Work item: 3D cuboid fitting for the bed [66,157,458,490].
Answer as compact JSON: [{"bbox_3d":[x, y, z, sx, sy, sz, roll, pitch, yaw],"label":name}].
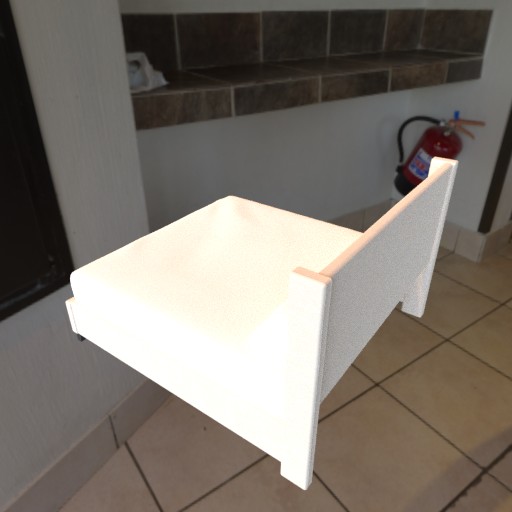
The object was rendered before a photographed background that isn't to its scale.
[{"bbox_3d":[0.000,0.000,3.598,2.293,1.471,2.145,20,35,31],"label":"bed"}]
